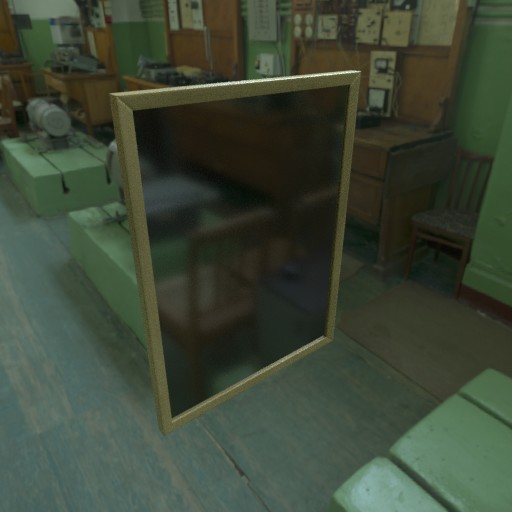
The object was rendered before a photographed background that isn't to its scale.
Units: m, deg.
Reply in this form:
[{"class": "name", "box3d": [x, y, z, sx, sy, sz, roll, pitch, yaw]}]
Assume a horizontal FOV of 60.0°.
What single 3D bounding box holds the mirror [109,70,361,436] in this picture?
[{"class": "mirror", "box3d": [0.000, 0.000, 1.370, 0.762, 1.016, 0.040, -20, 34, -33]}]
